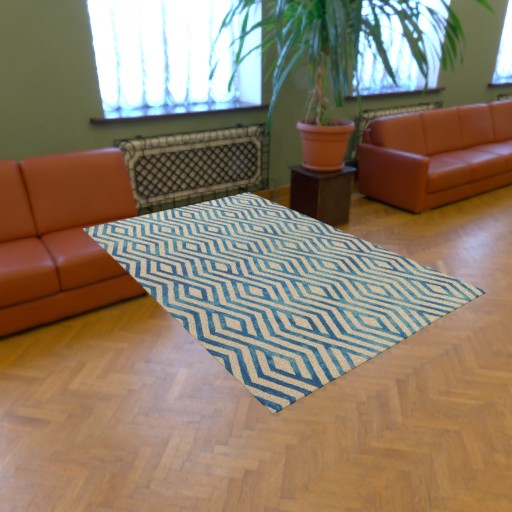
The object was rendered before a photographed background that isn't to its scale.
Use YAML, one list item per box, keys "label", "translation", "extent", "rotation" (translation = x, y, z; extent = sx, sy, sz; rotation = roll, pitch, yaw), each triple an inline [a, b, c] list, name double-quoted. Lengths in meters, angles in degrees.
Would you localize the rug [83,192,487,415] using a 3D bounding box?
- label: "rug"
  translation: [0.000, 0.000, 2.317]
  extent: [1.225, 0.008, 1.830]
  rotation: [-18, 31, -32]
